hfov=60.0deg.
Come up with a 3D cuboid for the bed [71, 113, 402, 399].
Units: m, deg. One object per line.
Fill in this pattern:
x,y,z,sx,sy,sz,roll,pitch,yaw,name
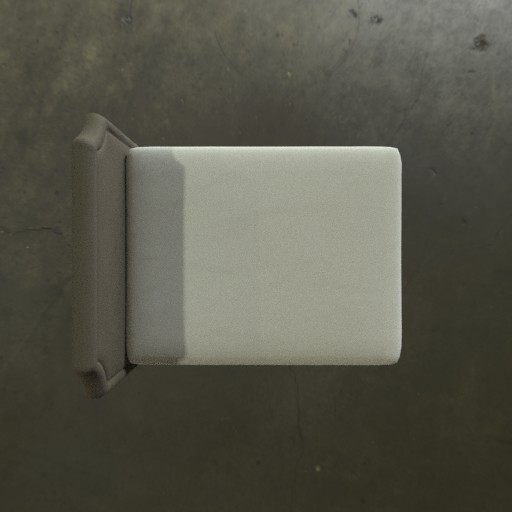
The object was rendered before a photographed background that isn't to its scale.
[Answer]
0.000,0.000,3.232,2.181,1.297,1.831,0,90,0,bed
